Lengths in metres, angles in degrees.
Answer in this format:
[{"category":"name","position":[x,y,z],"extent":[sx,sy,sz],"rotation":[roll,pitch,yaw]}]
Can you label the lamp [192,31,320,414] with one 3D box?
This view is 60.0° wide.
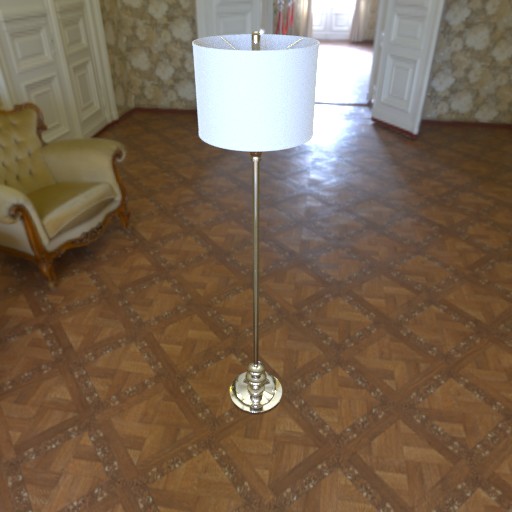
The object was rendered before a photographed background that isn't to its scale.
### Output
[{"category":"lamp","position":[0.000,0.000,1.635],"extent":[0.356,1.487,0.356],"rotation":[-22,39,-31]}]
